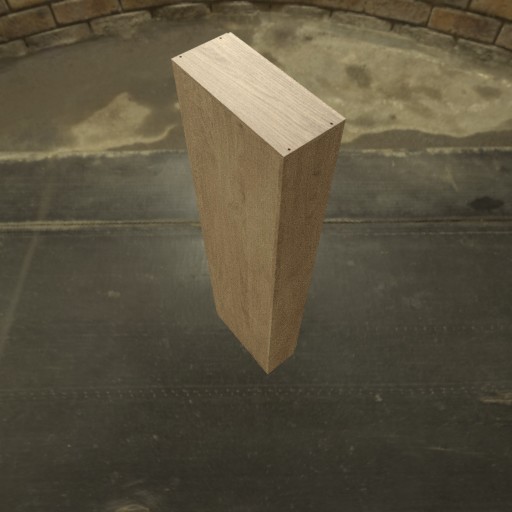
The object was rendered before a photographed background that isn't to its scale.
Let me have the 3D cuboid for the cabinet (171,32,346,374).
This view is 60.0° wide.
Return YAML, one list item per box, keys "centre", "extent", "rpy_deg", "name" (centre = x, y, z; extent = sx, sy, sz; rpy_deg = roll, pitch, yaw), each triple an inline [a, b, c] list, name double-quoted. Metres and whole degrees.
- centre: [0.000, 0.000, 1.987]
  extent: [0.230, 1.790, 0.500]
  rpy_deg: [-35, 64, -19]
  name: "cabinet"
